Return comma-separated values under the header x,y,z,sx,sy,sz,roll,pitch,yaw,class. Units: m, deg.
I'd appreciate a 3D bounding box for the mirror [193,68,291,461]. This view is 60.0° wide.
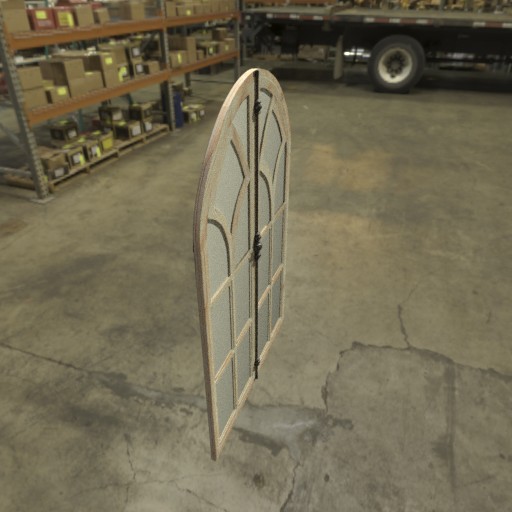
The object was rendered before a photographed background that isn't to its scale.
x,y,z,sx,sy,sz,roll,pitch,yaw,class
0.000,0.000,1.169,0.032,0.915,0.609,11,33,17,mirror
